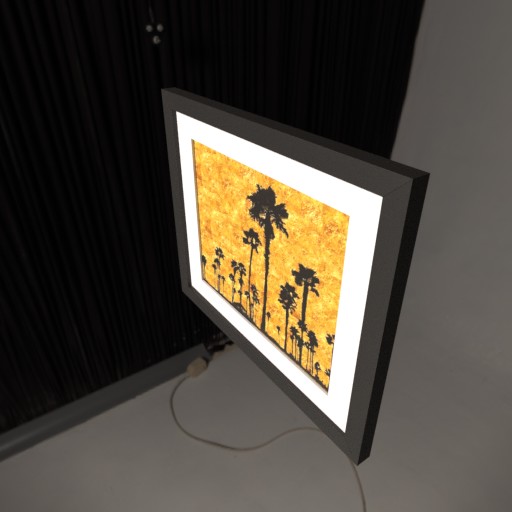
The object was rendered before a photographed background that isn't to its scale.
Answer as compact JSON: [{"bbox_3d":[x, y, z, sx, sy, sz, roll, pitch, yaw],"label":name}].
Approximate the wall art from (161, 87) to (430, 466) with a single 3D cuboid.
[{"bbox_3d":[0.000,0.000,0.753,0.028,0.460,0.561,-21,37,-30],"label":"wall art"}]
